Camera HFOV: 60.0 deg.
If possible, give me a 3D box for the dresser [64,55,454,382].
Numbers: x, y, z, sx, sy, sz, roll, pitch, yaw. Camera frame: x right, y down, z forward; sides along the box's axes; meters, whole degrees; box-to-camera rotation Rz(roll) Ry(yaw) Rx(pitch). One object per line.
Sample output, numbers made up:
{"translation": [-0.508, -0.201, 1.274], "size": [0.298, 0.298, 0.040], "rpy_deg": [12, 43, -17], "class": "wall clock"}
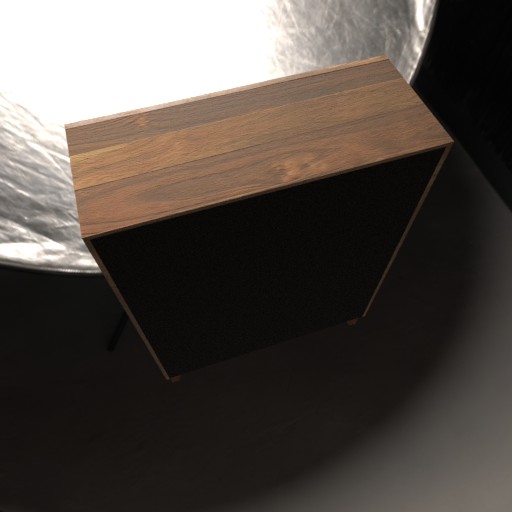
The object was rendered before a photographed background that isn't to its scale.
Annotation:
{"translation": [0.000, 0.000, 1.893], "size": [1.062, 1.393, 0.442], "rpy_deg": [-16, 60, -10], "class": "dresser"}
